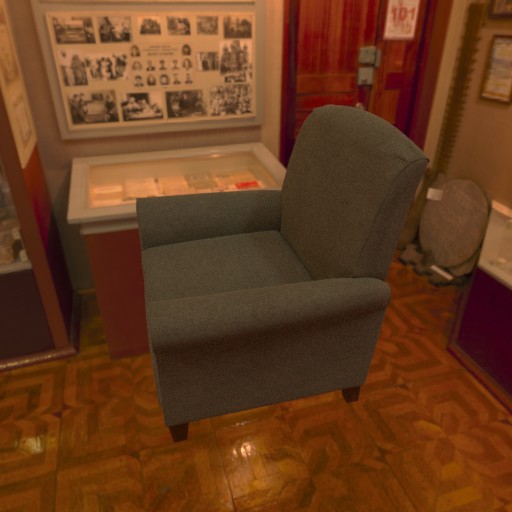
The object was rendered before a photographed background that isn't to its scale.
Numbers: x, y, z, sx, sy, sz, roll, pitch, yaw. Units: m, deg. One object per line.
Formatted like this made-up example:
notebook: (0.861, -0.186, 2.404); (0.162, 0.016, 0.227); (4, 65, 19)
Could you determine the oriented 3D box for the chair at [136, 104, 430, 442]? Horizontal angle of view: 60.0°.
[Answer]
chair: (0.000, 0.000, 1.754); (0.905, 1.061, 0.978); (-8, 31, -13)
